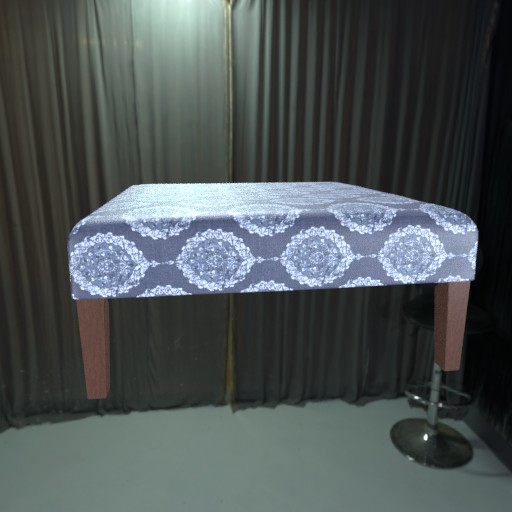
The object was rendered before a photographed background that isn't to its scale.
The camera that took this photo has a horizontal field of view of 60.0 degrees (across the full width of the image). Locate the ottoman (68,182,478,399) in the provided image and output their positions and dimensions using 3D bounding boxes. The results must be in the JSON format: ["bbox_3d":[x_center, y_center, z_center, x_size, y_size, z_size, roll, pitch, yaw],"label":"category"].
[{"bbox_3d":[0.000,0.000,1.383,0.890,0.409,0.889,-2,14,-8],"label":"ottoman"}]
